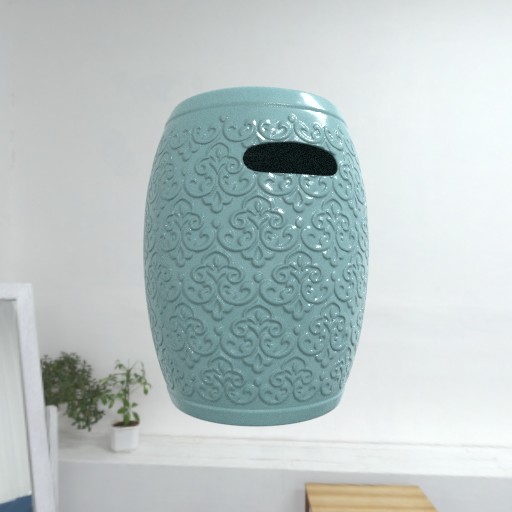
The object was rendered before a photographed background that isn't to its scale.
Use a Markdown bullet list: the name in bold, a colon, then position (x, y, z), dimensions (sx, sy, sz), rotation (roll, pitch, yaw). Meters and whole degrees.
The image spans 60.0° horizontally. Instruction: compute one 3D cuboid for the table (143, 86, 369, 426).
- **table**: position (0.000, 0.000, 0.626), dimensions (0.309, 0.397, 0.309), rotation (0, 0, 0)
